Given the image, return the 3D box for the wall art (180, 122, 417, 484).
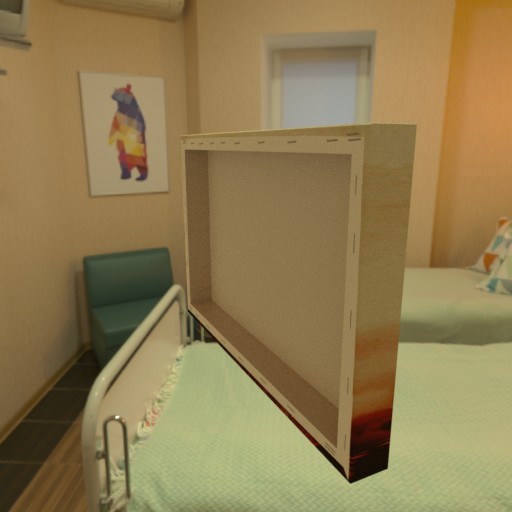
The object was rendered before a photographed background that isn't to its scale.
[{"bbox_3d":[0.000,0.000,0.464,0.037,0.251,0.383,-7,16,-25],"label":"wall art"}]
